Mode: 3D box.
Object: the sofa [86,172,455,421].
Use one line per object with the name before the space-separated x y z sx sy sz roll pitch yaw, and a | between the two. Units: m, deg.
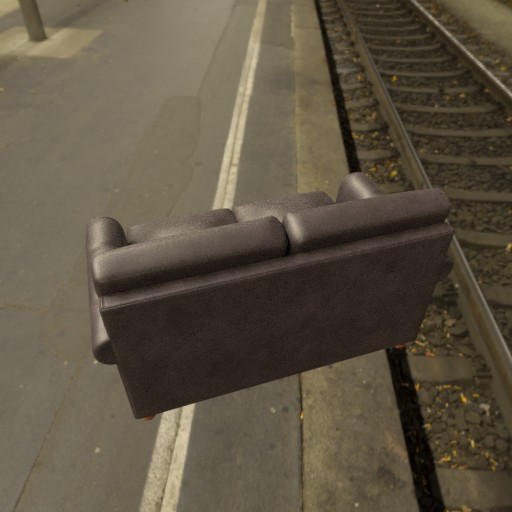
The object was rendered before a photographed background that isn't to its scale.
sofa | 0.000 0.000 2.350 1.663 0.979 1.030 -12 42 -14
